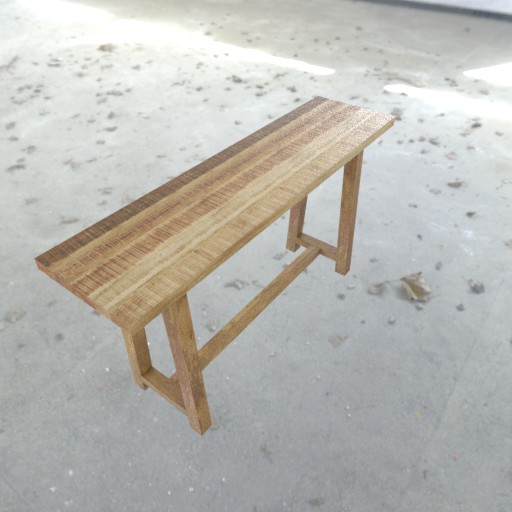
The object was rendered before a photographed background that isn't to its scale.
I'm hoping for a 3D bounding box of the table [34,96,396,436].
[{"bbox_3d":[0.000,0.000,1.873,0.405,0.810,1.524,26,47,27],"label":"table"}]
